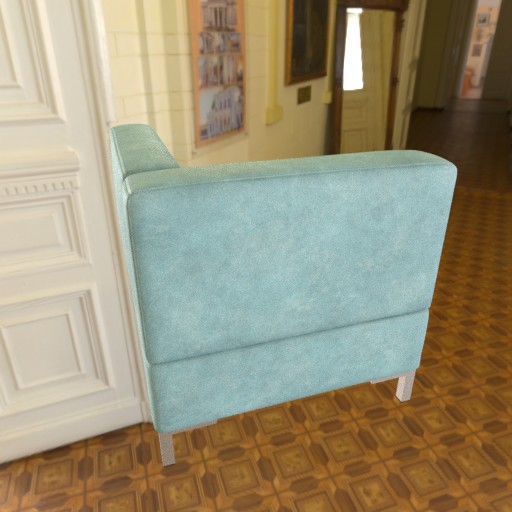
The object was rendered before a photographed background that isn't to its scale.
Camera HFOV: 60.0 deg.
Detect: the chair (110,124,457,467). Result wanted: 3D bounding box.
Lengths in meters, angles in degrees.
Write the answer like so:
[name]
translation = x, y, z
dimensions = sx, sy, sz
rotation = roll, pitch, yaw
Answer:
[chair]
translation = 0.000, 0.000, 1.224
dimensions = 0.691, 0.660, 0.684
rotation = -8, 27, -17
